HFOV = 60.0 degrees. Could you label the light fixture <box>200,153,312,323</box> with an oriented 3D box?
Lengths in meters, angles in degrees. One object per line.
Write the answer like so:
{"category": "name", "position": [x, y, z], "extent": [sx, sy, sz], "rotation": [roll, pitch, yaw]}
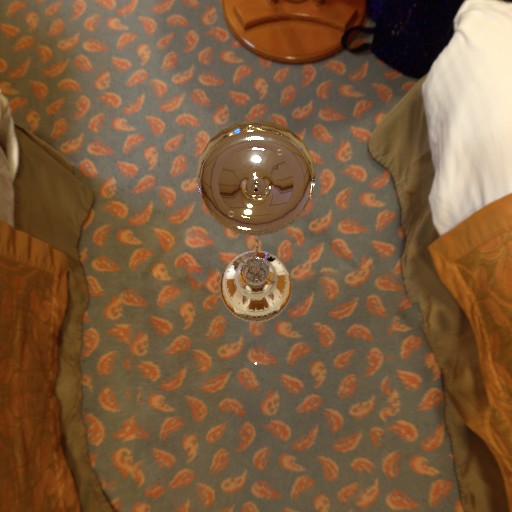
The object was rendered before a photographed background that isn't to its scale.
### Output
{"category": "light fixture", "position": [0.000, 0.000, 1.632], "extent": [0.374, 1.457, 0.374], "rotation": [35, 79, 8]}
